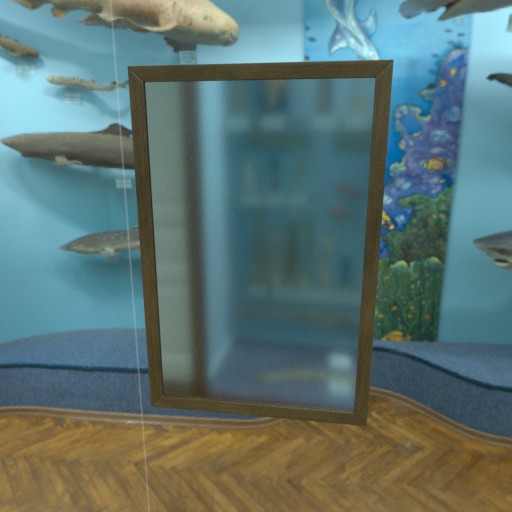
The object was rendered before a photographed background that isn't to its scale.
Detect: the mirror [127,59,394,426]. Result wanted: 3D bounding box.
[{"bbox_3d":[0.000,0.000,1.140,0.609,0.915,0.040,2,15,8],"label":"mirror"}]
